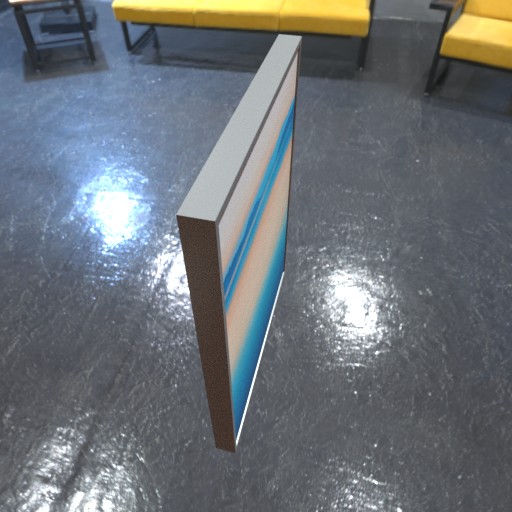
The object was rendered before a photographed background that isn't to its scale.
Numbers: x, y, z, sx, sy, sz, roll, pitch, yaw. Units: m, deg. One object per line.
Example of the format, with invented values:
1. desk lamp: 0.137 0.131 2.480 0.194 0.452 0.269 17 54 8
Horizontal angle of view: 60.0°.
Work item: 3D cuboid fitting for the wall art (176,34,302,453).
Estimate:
1. wall art: 0.000 0.000 0.751 0.037 0.554 0.453 10 47 10
